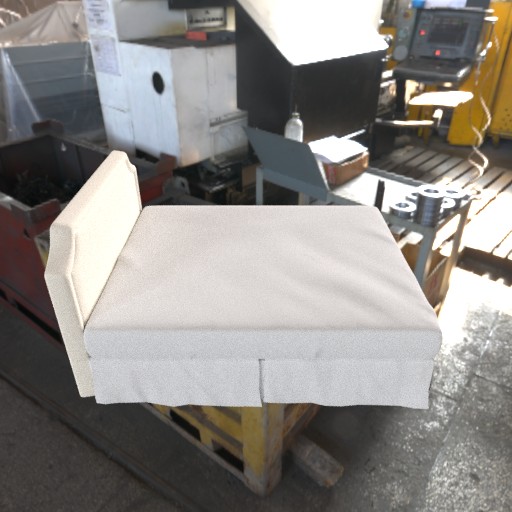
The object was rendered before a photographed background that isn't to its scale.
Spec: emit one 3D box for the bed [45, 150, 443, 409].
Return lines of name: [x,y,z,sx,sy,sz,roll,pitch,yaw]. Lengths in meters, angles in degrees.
bed: [0.000,0.000,3.569,2.498,1.293,1.977,0,32,0]
